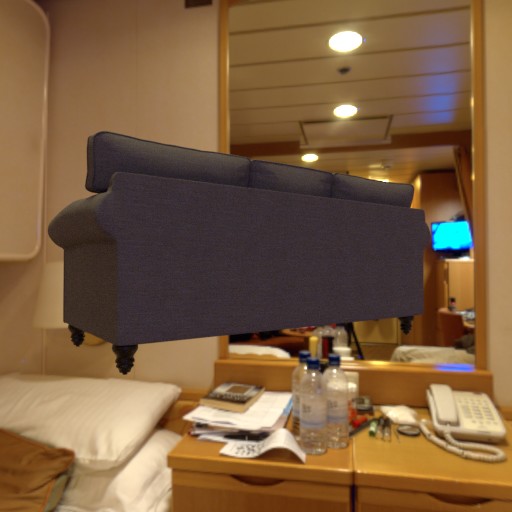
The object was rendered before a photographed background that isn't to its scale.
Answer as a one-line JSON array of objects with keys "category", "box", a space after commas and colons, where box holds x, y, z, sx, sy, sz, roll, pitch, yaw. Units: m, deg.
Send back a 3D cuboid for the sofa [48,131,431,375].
[{"category": "sofa", "box": [0.000, 0.000, 2.556, 2.084, 0.966, 0.909, 1, -2, -35]}]
